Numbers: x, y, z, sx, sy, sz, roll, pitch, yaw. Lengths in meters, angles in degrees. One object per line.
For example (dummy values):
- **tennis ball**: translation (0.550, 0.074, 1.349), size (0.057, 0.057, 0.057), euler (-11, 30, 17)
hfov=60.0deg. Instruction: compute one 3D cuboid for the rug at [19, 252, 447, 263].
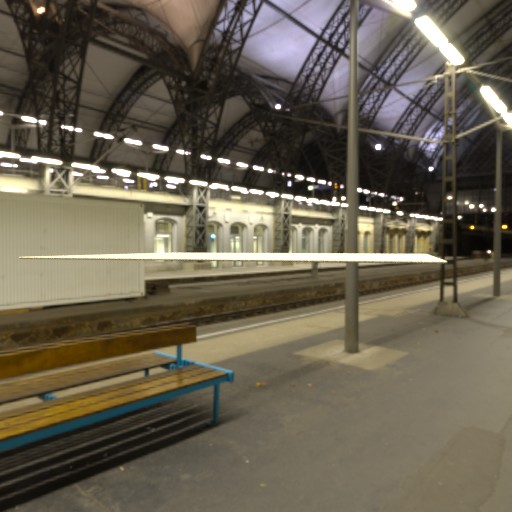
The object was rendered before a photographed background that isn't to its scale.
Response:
- **rug**: translation (0.000, 0.000, 4.088), size (3.050, 0.015, 2.441), euler (0, 1, 19)
